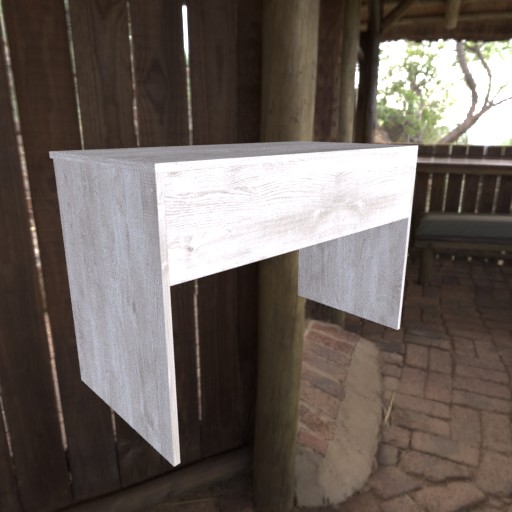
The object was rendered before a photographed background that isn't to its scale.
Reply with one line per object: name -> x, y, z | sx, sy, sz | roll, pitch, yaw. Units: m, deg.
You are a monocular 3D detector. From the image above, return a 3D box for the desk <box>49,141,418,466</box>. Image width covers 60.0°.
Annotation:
desk -> 0.000, 0.000, 1.541 | 1.100, 0.730, 0.560 | -15, 23, -42
